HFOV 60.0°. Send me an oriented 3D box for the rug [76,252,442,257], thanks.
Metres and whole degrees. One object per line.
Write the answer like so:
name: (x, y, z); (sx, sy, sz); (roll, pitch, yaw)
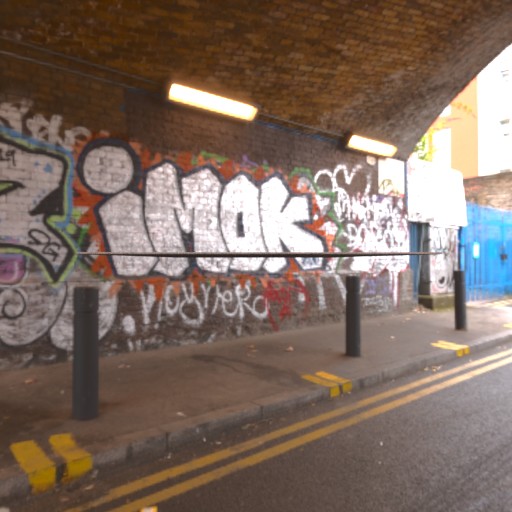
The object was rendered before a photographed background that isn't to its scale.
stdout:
rug: (0.000, 0.000, 3.049); (1.512, 0.009, 2.457); (0, -1, -1)
